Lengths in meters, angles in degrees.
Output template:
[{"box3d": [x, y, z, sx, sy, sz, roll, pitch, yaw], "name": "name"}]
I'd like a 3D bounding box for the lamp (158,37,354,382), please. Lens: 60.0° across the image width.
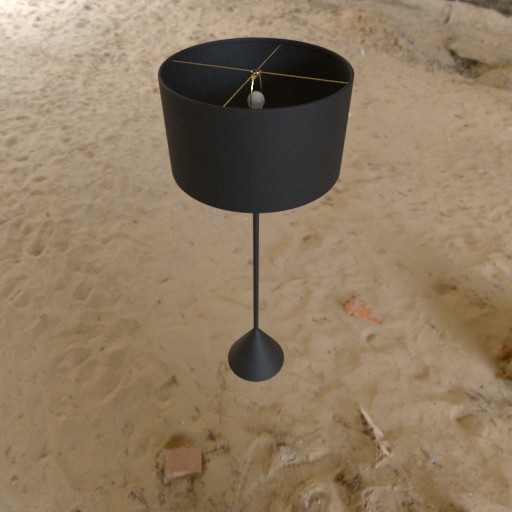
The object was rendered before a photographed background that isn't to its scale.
[{"box3d": [0.000, 0.000, 1.837, 0.580, 1.526, 0.580, 13, 44, 14], "name": "lamp"}]
